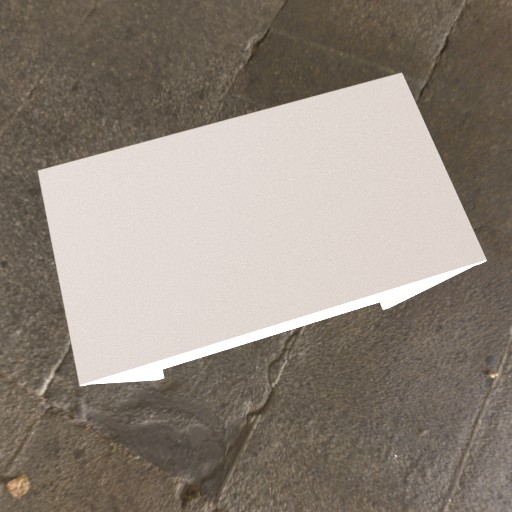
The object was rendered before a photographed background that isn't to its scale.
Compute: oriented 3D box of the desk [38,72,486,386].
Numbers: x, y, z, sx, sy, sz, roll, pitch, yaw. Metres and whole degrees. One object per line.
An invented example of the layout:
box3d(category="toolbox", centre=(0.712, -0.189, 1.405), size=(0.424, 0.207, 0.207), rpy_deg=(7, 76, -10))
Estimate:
box3d(category="desk", centre=(0.000, 0.000, 1.345), size=(0.900, 0.729, 0.498), rpy_deg=(-16, 76, -4))
